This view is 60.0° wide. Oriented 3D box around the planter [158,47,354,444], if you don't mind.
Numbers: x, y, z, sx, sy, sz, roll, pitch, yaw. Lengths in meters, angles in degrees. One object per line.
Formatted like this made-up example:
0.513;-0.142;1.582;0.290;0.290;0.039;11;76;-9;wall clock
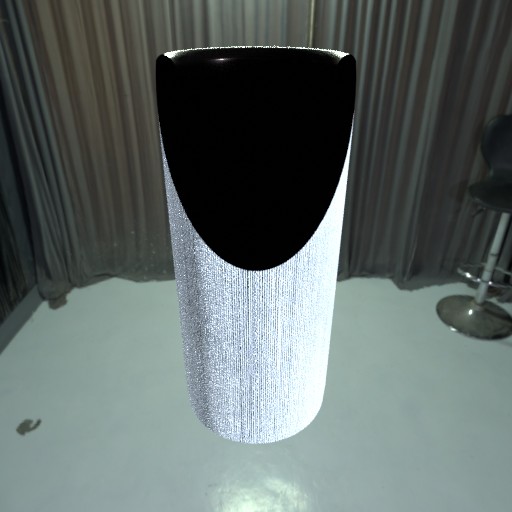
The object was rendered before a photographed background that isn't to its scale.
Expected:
0.000;0.000;0.124;0.045;0.103;0.045;-1;30;-2;planter
